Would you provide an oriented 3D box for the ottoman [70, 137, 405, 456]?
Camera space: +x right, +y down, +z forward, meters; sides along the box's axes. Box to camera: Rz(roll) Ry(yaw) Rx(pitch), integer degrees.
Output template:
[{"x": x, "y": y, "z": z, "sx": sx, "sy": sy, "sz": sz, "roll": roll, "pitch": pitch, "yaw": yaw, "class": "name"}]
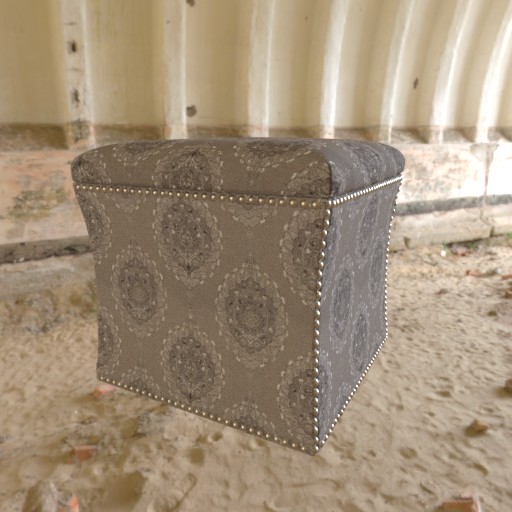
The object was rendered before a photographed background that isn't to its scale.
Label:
[{"x": 0.000, "y": 0.000, "z": 0.914, "sx": 0.497, "sy": 0.473, "sz": 0.507, "roll": 8, "pitch": 17, "yaw": 28, "class": "ottoman"}]
